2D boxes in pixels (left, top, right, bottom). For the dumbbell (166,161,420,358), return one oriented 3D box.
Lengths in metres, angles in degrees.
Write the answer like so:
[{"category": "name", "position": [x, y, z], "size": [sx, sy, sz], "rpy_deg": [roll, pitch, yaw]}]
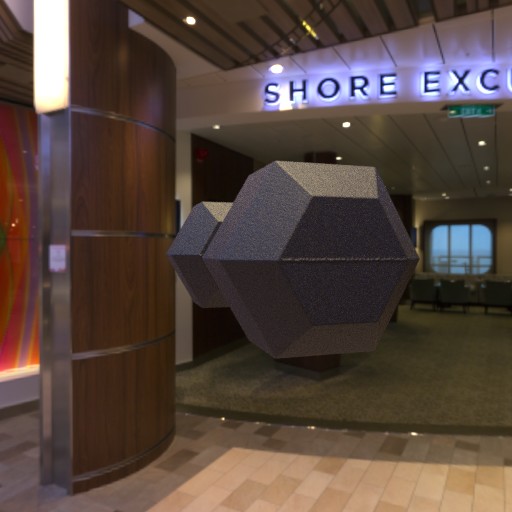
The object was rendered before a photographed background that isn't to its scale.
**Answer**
[{"category": "dumbbell", "position": [0.000, 0.000, 0.430], "size": [0.141, 0.123, 0.356], "rpy_deg": [0, 1, -17]}]
